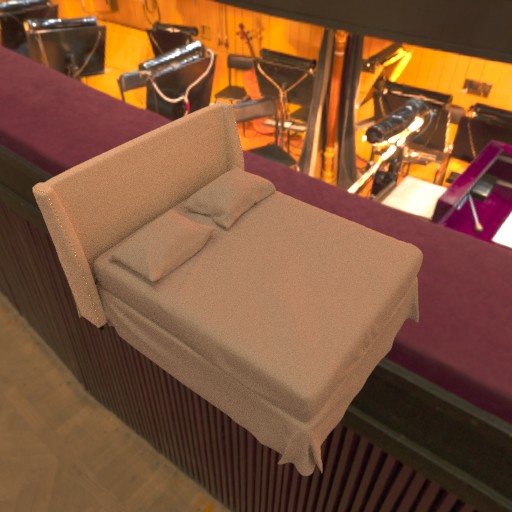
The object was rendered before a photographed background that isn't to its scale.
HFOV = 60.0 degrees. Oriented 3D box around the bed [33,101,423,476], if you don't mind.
[{"bbox_3d":[0.000,0.000,3.360,2.276,1.332,1.925,26,47,28],"label":"bed"}]
